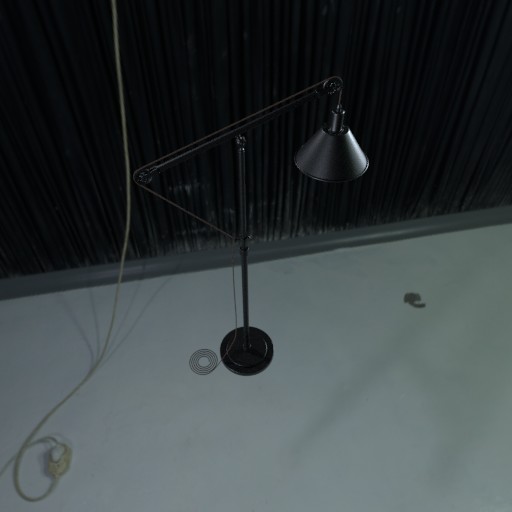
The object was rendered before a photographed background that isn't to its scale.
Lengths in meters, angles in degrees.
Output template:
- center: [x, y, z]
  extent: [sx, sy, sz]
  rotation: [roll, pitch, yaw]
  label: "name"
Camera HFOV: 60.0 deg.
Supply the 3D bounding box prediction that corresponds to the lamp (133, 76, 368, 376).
- center: [0.000, 0.000, 2.045]
  extent: [0.904, 1.626, 0.319]
  rotation: [-11, 48, -10]
  label: "lamp"
